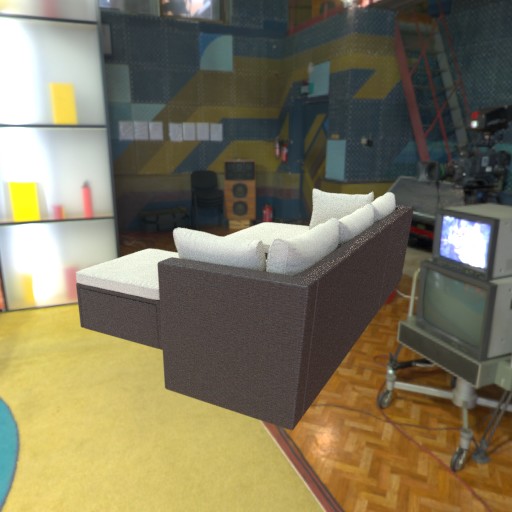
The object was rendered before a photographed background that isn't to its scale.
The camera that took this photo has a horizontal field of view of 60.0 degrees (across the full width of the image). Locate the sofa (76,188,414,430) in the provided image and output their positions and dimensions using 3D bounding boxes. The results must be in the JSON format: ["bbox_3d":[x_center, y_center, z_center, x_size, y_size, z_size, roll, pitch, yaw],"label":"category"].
[{"bbox_3d":[0.000,0.000,2.944,1.612,0.766,2.192,8,17,27],"label":"sofa"}]
